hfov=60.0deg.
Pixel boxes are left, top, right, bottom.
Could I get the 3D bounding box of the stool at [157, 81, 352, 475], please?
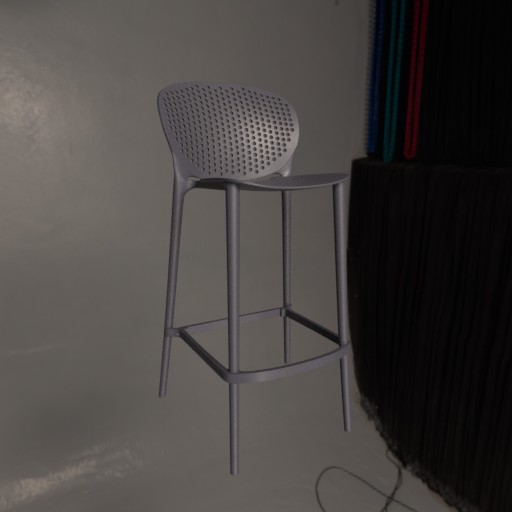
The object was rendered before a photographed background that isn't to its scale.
[{"bbox_3d":[0.000,0.000,1.347,0.536,1.045,0.535,-8,16,-27],"label":"stool"}]
